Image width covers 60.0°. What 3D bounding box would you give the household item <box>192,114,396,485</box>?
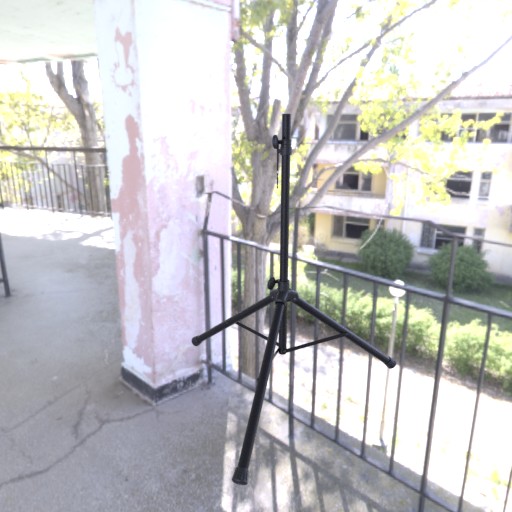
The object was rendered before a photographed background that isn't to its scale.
[{"bbox_3d":[0.000,0.000,1.873,0.907,1.136,1.045,15,21,43],"label":"household item"}]
